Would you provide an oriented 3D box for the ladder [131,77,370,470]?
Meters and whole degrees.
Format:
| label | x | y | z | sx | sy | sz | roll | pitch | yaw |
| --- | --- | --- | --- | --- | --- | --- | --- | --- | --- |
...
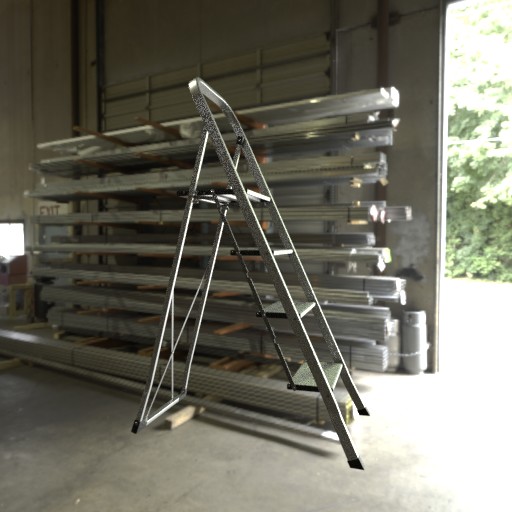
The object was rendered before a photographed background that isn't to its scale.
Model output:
| label | x | y | z | sx | sy | sz | roll | pitch | yaw |
| --- | --- | --- | --- | --- | --- | --- | --- | --- | --- |
| ladder | 0.000 | 0.000 | 1.675 | 0.830 | 1.290 | 0.465 | 1 | 2 | 17 |
